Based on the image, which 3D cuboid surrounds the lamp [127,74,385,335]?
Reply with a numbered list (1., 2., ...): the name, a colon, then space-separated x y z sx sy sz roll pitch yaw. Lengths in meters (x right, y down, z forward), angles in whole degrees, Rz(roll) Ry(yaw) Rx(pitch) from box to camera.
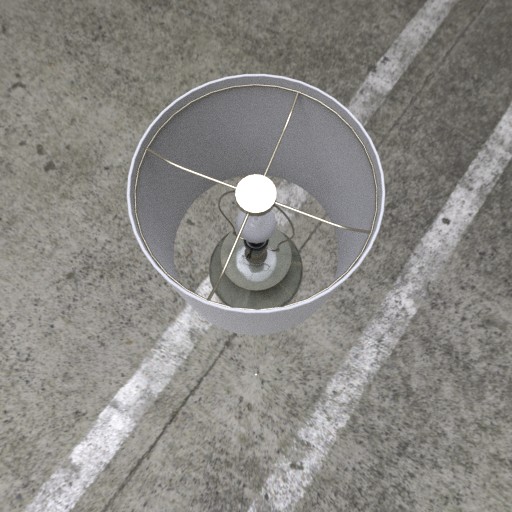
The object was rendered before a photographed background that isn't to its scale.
1. lamp: 0.000 0.000 0.582 0.211 0.455 0.211 35 78 9
